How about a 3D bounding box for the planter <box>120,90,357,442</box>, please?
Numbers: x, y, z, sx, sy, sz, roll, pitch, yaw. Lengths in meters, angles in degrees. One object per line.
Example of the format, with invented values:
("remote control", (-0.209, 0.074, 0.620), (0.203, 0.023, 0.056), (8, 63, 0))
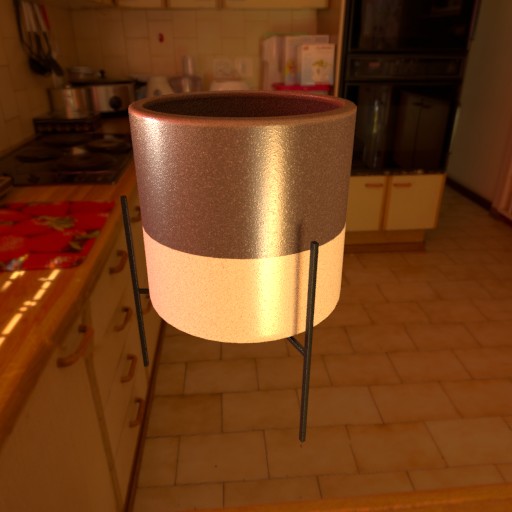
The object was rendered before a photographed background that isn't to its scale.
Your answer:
("planter", (0.000, 0.000, 0.533), (0.250, 0.353, 0.260), (-17, 31, -31))
